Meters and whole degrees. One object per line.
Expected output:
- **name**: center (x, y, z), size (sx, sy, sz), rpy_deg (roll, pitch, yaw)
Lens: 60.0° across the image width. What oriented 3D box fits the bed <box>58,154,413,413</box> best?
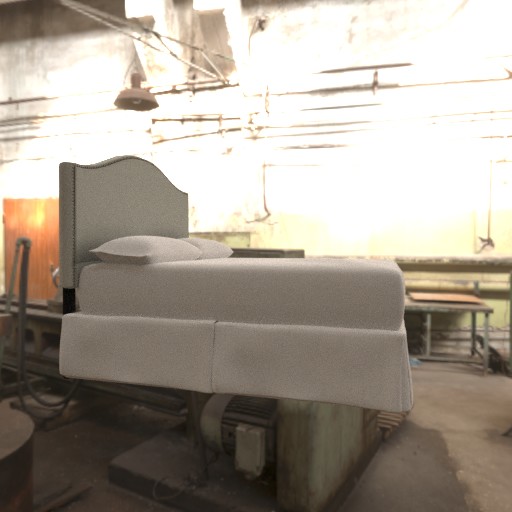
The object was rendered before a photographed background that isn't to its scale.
- **bed**: center (0.000, 0.000, 3.354), size (2.180, 1.607, 1.813), rpy_deg (0, 1, 17)
